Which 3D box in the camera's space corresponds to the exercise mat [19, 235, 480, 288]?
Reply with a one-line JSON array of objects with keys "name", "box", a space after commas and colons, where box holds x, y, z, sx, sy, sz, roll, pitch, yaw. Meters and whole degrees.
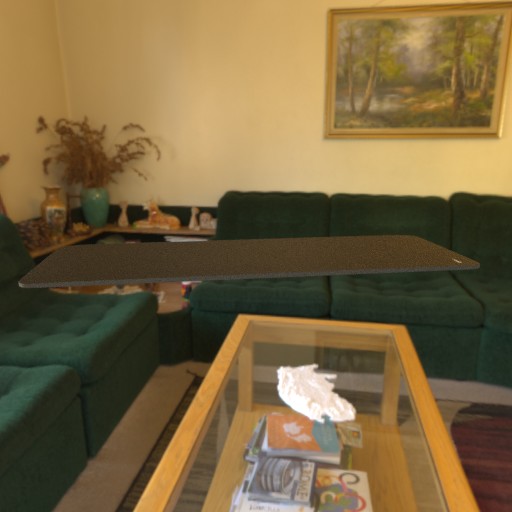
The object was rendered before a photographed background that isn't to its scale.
[{"name": "exercise mat", "box": [0.000, 0.000, 2.023, 1.869, 0.021, 0.616, -2, 15, -8]}]
